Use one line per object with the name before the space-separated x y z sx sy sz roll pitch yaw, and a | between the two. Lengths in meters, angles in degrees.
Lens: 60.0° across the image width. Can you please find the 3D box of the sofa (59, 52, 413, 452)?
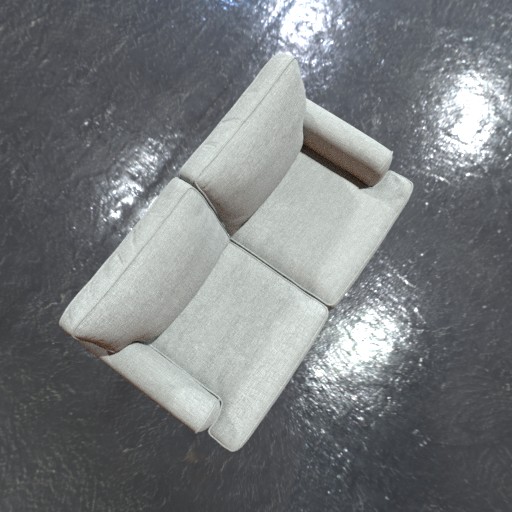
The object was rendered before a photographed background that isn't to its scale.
sofa | 0.000 0.000 2.207 0.965 0.965 1.651 35 78 8
